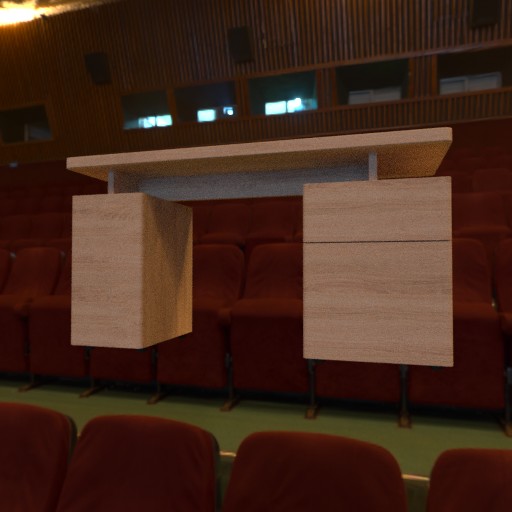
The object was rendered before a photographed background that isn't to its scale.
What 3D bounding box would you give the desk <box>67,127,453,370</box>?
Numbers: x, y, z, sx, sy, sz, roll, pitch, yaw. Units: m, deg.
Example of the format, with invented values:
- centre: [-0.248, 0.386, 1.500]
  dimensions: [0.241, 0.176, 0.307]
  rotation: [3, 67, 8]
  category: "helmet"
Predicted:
- centre: [0.000, 0.000, 1.787]
  dimensions: [1.400, 0.760, 0.550]
  rotation: [0, -1, 16]
  category: "desk"
